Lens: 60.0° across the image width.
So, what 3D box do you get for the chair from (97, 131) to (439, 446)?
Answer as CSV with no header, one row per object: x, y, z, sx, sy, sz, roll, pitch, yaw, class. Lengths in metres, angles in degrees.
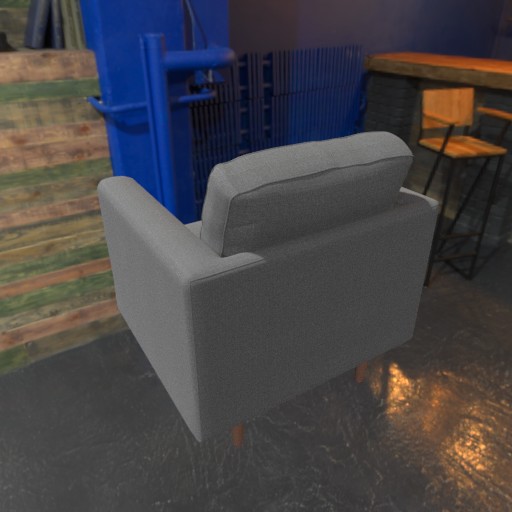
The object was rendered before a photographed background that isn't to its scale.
0.000,0.000,1.552,0.854,0.927,0.800,-17,34,-27,chair
